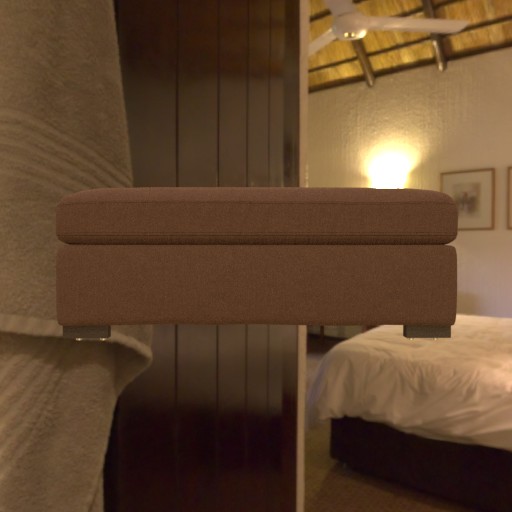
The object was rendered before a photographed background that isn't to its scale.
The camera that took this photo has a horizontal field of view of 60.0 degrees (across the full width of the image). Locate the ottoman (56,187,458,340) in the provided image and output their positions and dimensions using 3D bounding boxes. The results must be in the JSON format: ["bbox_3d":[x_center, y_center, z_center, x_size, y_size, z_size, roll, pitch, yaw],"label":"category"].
[{"bbox_3d":[0.000,0.000,1.841,1.181,0.470,1.181,0,1,0],"label":"ottoman"}]
